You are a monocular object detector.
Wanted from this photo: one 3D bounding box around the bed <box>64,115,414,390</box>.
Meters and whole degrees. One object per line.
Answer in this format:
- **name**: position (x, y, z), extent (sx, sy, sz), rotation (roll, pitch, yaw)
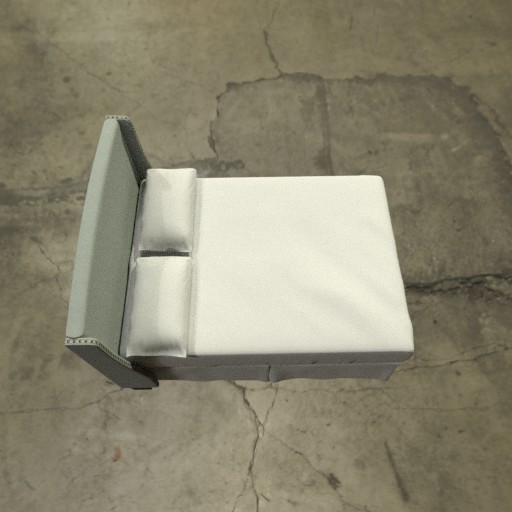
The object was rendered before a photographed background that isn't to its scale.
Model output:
- **bed**: position (0.000, 0.000, 3.403), extent (2.237, 1.407, 1.710), rotation (-1, 63, -1)
